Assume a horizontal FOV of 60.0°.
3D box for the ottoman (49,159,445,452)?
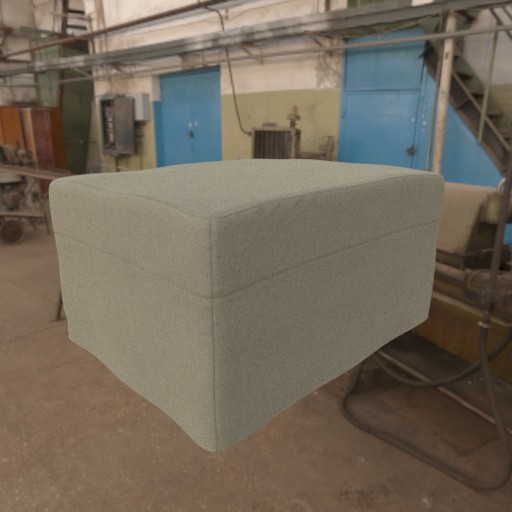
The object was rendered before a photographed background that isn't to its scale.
[{"bbox_3d":[0.000,0.000,1.201,0.833,0.461,0.648,-16,23,-42],"label":"ottoman"}]
